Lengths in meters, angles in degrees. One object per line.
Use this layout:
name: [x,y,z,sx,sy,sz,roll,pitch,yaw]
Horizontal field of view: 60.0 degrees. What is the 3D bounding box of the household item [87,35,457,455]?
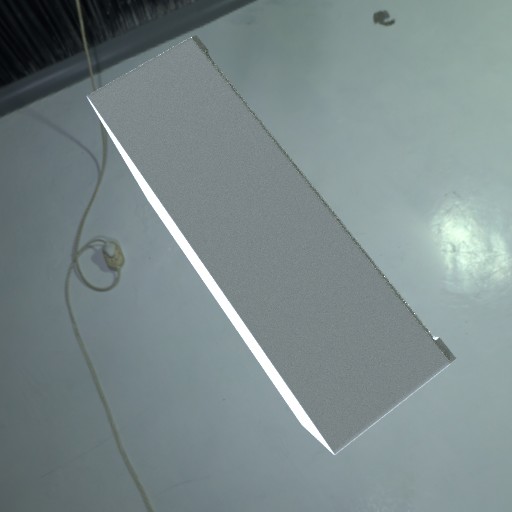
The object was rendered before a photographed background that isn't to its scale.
household item: [0.000,0.000,1.730,0.420,0.867,1.300,-34,77,-9]
